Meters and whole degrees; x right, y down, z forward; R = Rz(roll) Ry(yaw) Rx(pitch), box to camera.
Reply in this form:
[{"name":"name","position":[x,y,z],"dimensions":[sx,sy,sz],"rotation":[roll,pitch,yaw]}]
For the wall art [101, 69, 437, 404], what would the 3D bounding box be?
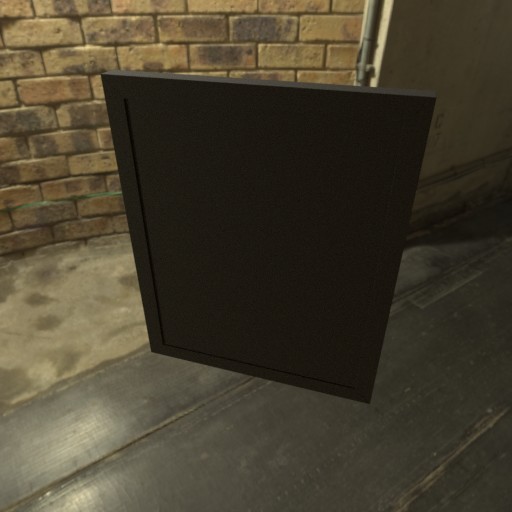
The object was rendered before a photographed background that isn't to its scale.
[{"name":"wall art","position":[0.000,0.000,0.747],"dimensions":[0.457,0.559,0.033],"rotation":[10,35,14]}]
